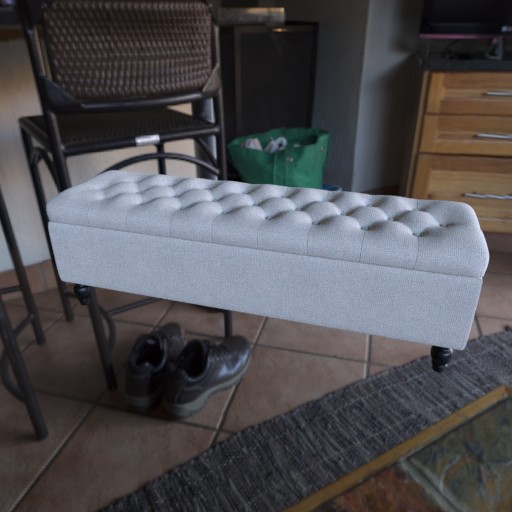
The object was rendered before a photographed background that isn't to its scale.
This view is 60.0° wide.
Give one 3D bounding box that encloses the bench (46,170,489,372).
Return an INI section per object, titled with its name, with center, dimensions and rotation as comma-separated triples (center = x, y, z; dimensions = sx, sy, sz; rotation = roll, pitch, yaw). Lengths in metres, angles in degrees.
[bench]
center = 0.000, 0.000, 1.674
dimensions = 1.480, 0.467, 0.455
rotation = 8, 28, 15
